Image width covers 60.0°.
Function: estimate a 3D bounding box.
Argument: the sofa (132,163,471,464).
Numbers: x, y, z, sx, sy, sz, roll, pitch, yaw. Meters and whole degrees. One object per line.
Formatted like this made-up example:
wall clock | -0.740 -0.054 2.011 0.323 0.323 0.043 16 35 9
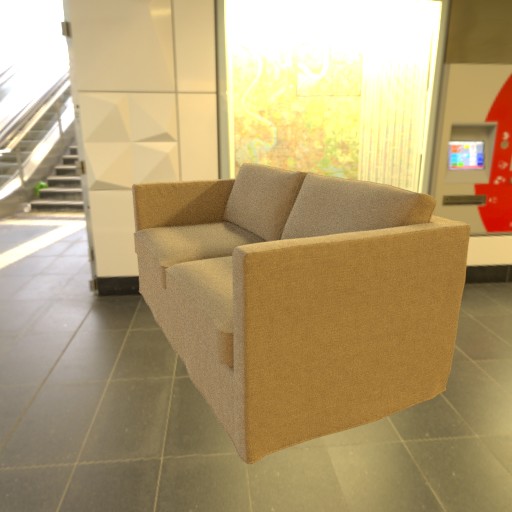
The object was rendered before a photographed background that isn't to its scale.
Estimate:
sofa | 0.000 0.000 2.255 0.956 0.828 1.766 -8 18 -24
